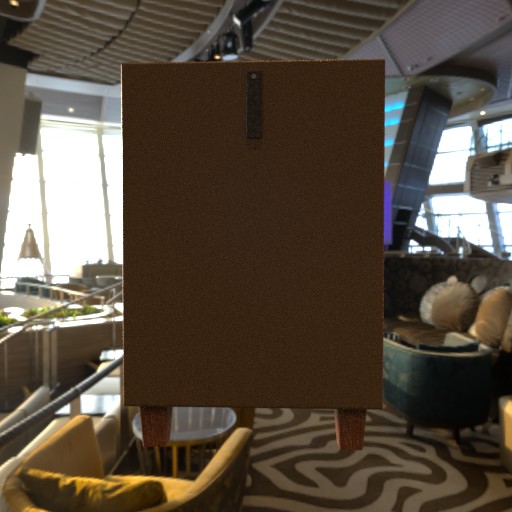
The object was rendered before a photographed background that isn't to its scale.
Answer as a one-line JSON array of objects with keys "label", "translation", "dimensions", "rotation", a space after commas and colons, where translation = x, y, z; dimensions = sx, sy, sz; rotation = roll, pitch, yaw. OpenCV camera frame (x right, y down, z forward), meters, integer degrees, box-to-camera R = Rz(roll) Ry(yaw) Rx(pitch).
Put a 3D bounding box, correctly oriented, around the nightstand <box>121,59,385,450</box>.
[{"label": "nightstand", "translation": [0.000, 0.000, 0.986], "dimensions": [0.465, 0.695, 0.410], "rotation": [0, 1, 2]}]
